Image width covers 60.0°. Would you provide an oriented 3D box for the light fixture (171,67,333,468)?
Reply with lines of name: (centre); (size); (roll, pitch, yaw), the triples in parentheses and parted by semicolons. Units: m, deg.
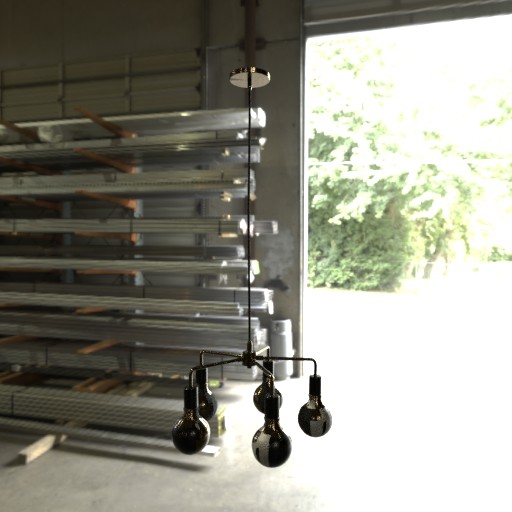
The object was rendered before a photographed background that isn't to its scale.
light fixture: (0.000, 0.000, 1.215); (0.421, 0.988, 0.438); (0, 0, 0)
